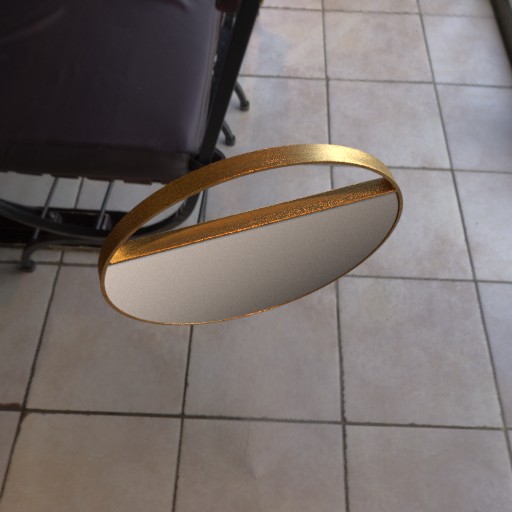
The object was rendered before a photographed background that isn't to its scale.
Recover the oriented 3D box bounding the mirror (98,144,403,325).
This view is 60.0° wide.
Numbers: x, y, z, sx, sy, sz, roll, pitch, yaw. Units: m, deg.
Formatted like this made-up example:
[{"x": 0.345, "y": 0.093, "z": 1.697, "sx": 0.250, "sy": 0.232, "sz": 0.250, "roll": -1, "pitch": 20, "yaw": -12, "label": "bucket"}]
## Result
[{"x": 0.000, "y": 0.000, "z": 0.839, "sx": 0.565, "sy": 0.565, "sz": 0.032, "roll": -15, "pitch": 64, "yaw": -7, "label": "mirror"}]
